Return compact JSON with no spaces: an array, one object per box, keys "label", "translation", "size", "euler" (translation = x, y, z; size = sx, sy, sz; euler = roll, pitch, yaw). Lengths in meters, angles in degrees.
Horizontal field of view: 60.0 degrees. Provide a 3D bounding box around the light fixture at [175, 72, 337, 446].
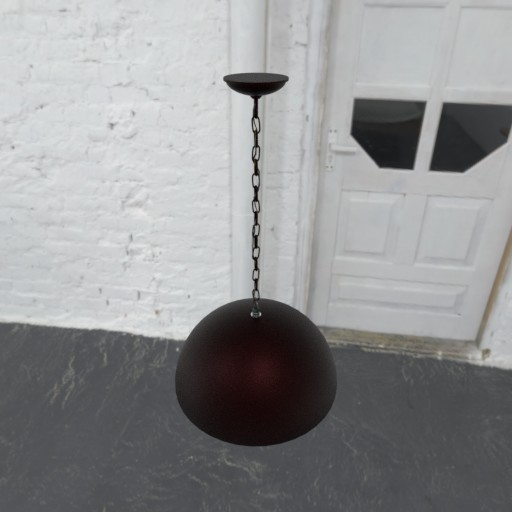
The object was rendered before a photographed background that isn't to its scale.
[{"label":"light fixture","translation":[0.000,0.000,1.151],"size":[0.492,0.869,0.492],"euler":[-8,31,-13]}]
